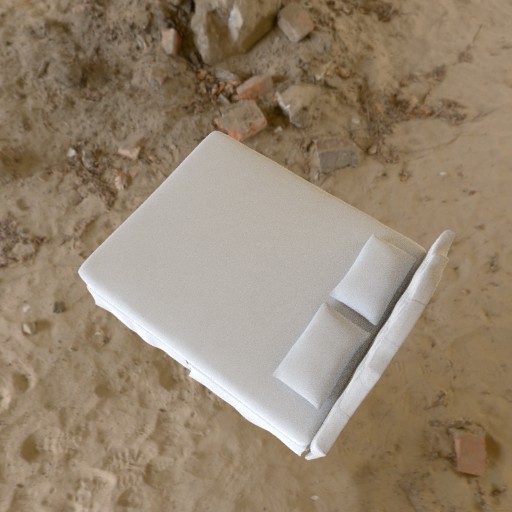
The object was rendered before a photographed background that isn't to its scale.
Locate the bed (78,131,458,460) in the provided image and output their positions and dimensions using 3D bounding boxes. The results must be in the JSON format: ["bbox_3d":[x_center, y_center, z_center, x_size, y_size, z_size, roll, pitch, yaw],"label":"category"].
[{"bbox_3d":[0.000,0.000,3.655,2.477,1.617,2.039,33,68,15],"label":"bed"}]
